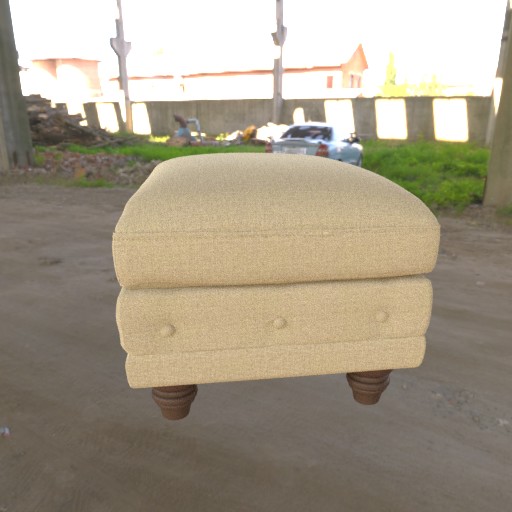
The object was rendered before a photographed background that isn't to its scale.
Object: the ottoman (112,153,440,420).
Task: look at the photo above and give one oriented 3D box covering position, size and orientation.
[{"bbox_3d":[0.000,0.000,1.042,0.541,0.463,0.684,-2,17,-7],"label":"ottoman"}]
